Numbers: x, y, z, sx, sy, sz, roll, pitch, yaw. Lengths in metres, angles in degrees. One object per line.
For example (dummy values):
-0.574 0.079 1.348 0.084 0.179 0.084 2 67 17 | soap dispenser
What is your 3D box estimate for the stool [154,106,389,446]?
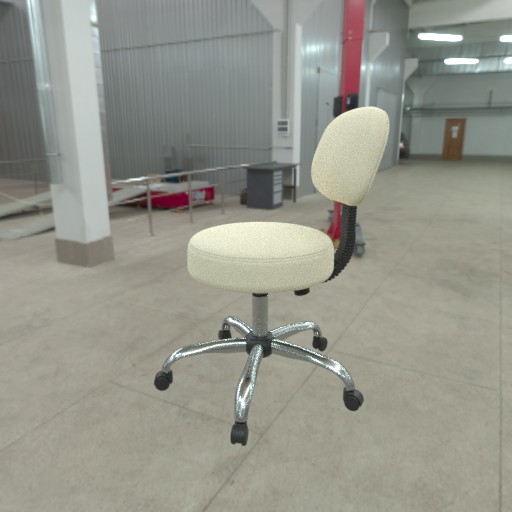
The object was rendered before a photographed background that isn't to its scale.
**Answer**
0.000 0.000 1.268 0.616 0.810 0.609 -2 16 -7 | stool
